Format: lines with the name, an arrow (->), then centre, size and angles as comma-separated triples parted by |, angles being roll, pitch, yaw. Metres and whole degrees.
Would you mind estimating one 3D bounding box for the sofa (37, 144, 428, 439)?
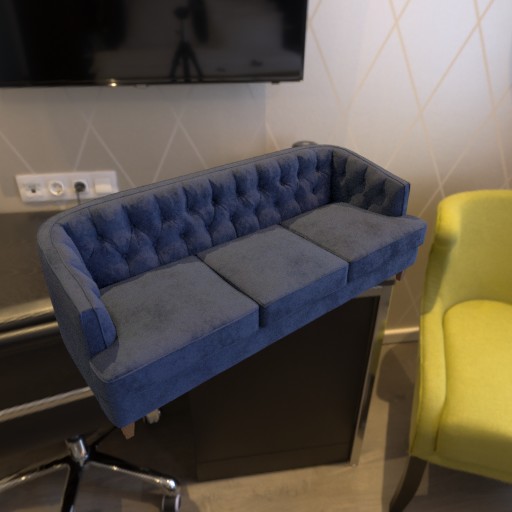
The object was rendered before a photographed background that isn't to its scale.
sofa -> 0.000, 0.000, 2.675 | 2.278, 0.855, 0.941 | -22, 38, -32
